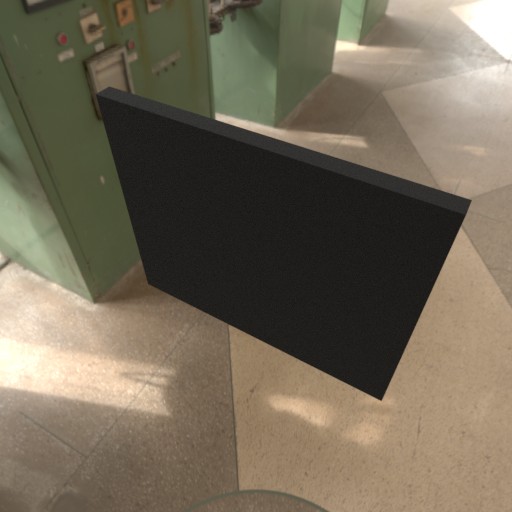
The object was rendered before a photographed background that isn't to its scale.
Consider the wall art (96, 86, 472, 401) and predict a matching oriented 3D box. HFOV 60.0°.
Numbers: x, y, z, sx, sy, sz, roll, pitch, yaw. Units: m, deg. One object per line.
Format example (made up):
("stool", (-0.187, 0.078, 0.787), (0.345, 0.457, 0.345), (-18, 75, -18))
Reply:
("wall art", (0.000, 0.000, 0.763), (0.558, 0.457, 0.031), (23, 51, 20))
